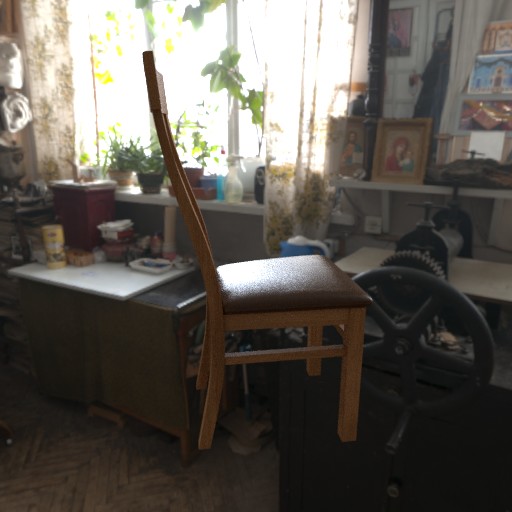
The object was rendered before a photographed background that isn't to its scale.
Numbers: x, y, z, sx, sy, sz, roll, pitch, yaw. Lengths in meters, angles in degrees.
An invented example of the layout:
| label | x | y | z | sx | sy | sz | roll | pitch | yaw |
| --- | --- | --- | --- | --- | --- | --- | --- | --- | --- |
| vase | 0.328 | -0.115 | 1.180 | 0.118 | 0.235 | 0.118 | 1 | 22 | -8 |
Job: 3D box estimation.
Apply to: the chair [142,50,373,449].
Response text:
| label | x | y | z | sx | sy | sz | roll | pitch | yaw |
| --- | --- | --- | --- | --- | --- | --- | --- | --- | --- |
| chair | 0.000 | 0.000 | 1.328 | 0.580 | 1.050 | 0.450 | -2 | 16 | -8 |
